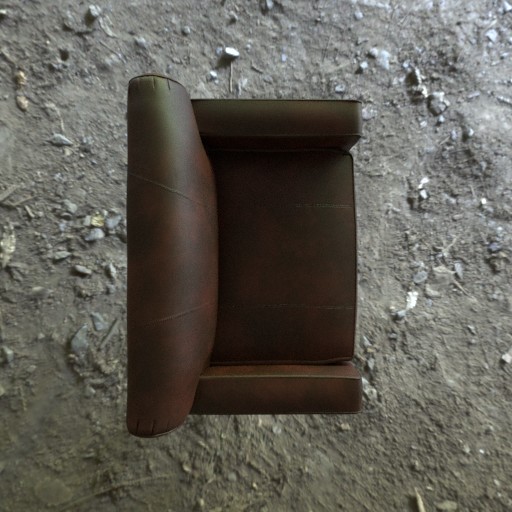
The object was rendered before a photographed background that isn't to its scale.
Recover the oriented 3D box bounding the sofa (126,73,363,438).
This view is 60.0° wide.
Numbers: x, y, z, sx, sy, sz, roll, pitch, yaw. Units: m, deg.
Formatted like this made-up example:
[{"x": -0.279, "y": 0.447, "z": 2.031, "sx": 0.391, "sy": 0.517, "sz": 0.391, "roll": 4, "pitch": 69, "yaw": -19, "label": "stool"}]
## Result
[{"x": 0.000, "y": 0.000, "z": 2.081, "sx": 1.000, "sy": 0.956, "sz": 1.413, "roll": 0, "pitch": 90, "yaw": -1, "label": "sofa"}]
